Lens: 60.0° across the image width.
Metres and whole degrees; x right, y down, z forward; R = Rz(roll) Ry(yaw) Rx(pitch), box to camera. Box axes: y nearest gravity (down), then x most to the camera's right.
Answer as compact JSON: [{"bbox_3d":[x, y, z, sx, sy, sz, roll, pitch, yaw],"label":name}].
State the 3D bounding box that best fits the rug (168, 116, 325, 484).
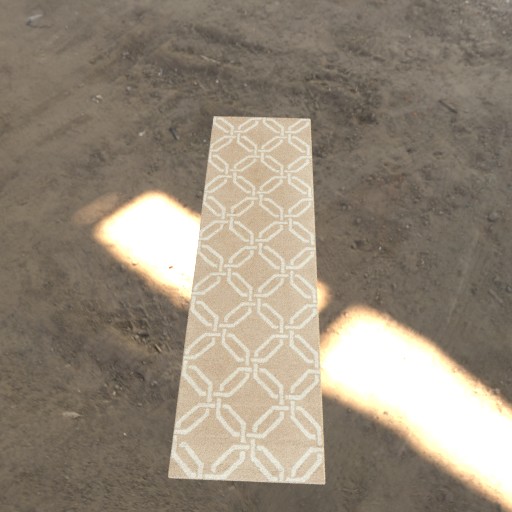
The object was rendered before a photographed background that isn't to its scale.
[{"bbox_3d":[0.000,0.000,2.502,0.678,0.014,2.276,2,58,1],"label":"rug"}]
